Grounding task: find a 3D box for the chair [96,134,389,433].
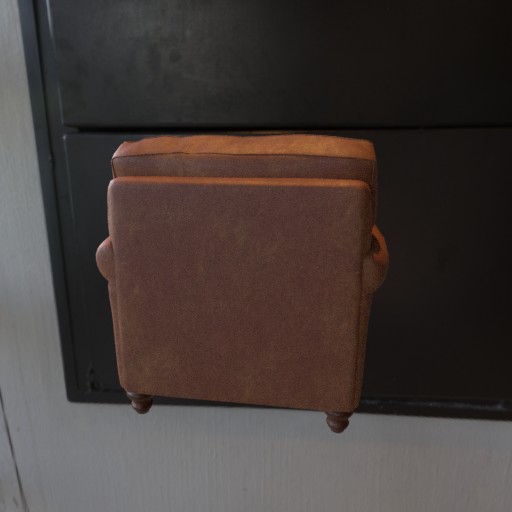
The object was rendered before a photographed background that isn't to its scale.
[{"bbox_3d":[0.000,0.000,1.817,0.983,0.962,0.986,2,16,8],"label":"chair"}]
